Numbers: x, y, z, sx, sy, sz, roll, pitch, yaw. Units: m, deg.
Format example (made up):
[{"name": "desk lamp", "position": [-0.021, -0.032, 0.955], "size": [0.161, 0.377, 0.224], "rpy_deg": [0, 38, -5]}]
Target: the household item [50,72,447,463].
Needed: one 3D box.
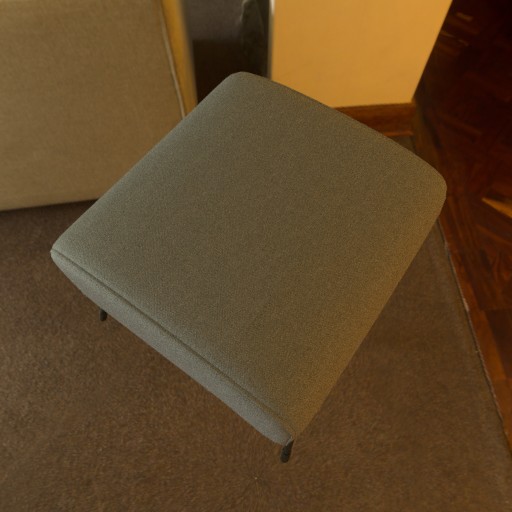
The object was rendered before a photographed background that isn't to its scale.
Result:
[{"name": "household item", "position": [0.000, 0.000, 0.878], "size": [0.530, 0.410, 0.530], "rpy_deg": [33, 68, 15]}]
